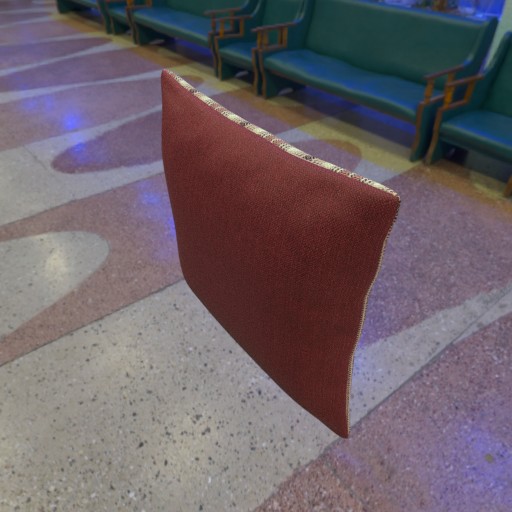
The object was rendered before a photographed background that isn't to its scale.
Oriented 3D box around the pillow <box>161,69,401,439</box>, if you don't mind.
[{"bbox_3d":[0.000,0.000,0.763,0.166,0.497,0.513,-26,47,-27],"label":"pillow"}]
